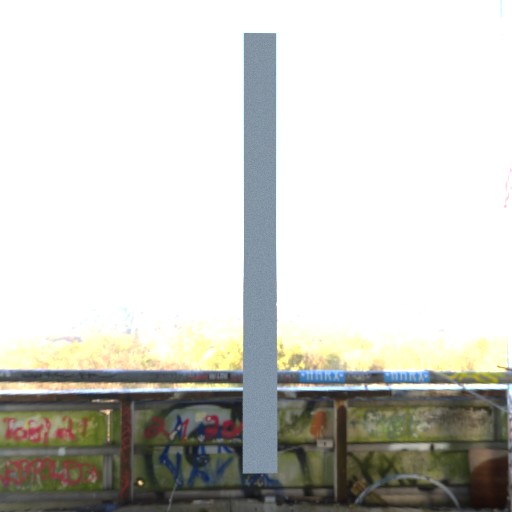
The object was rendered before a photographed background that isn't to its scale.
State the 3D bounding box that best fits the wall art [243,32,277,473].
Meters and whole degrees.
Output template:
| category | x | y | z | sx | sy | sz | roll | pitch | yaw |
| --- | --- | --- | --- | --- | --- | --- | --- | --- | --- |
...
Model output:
| category | x | y | z | sx | sy | sz | roll | pitch | yaw |
| --- | --- | --- | --- | --- | --- | --- | --- | --- | --- |
| wall art | 0.000 | 0.000 | 0.534 | 0.027 | 0.355 | 0.355 | 0 | -2 | -1 |
